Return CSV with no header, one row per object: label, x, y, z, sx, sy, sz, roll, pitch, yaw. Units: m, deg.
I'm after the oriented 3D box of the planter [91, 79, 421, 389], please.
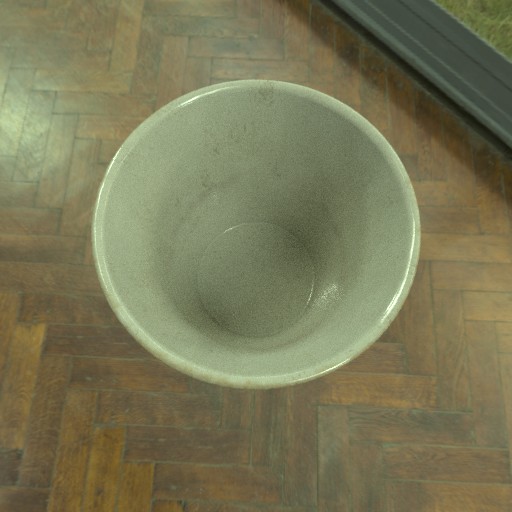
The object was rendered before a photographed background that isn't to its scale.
planter,0.000,0.000,0.220,0.126,0.104,0.126,0,73,0
